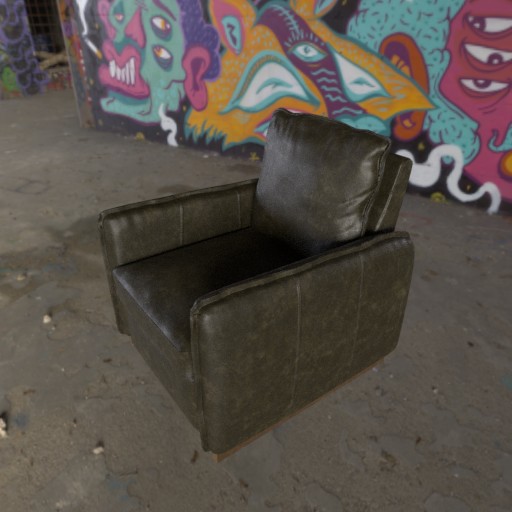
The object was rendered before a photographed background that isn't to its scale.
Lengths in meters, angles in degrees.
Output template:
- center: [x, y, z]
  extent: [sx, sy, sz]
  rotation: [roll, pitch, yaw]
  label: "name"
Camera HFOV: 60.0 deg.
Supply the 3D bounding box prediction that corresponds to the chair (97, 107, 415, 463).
- center: [0.000, 0.000, 1.641]
  extent: [0.921, 0.921, 0.830]
  rotation: [-19, 35, -31]
  label: "chair"
